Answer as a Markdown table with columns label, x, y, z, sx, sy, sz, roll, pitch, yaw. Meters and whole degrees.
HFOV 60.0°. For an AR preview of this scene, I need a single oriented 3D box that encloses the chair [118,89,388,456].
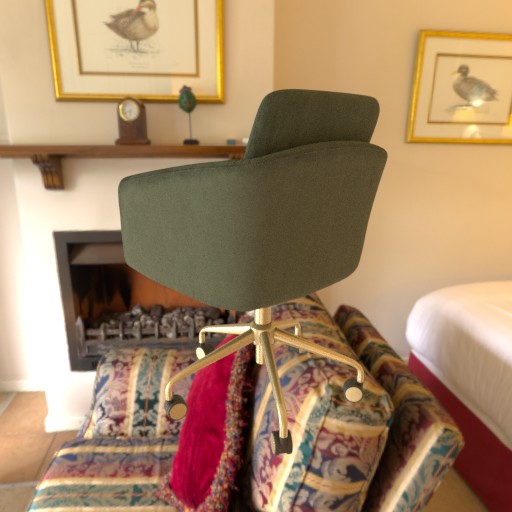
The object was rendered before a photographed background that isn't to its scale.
| label | x | y | z | sx | sy | sz | roll | pitch | yaw |
| --- | --- | --- | --- | --- | --- | --- | --- | --- | --- |
| chair | 0.000 | 0.000 | 1.350 | 0.635 | 0.908 | 0.641 | 15 | 22 | 43 |
